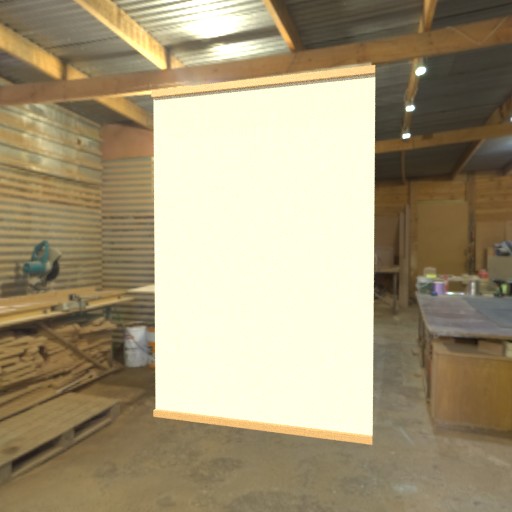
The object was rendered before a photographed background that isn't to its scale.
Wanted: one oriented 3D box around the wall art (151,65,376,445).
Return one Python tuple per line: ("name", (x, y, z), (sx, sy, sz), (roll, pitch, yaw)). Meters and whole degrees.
("wall art", (0.000, 0.000, 1.926), (0.991, 1.510, 0.040), (0, 2, 17))
